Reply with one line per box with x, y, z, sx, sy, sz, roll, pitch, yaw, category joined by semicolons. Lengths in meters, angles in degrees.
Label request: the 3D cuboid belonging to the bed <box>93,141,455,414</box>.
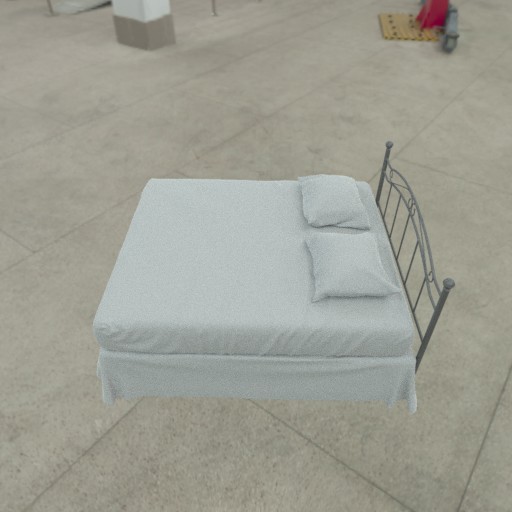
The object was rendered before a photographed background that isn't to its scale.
0.000;0.000;3.318;2.215;1.080;1.936;1;41;1;bed
